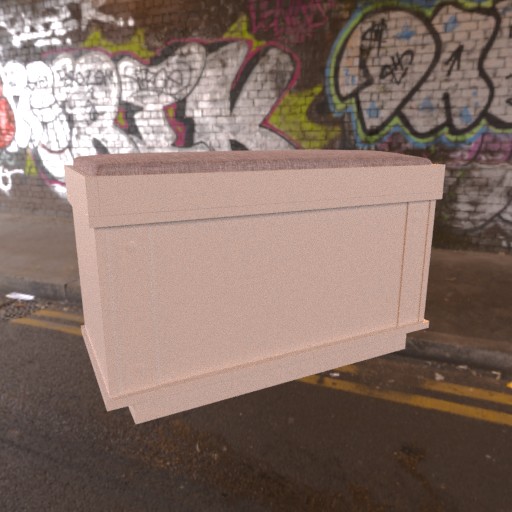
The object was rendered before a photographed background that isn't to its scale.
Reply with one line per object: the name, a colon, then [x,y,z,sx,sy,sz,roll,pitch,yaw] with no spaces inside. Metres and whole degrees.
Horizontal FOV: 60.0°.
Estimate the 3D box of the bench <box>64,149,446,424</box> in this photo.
bench: [0.000,0.000,0.999,0.734,0.461,0.362,-7,16,-26]
